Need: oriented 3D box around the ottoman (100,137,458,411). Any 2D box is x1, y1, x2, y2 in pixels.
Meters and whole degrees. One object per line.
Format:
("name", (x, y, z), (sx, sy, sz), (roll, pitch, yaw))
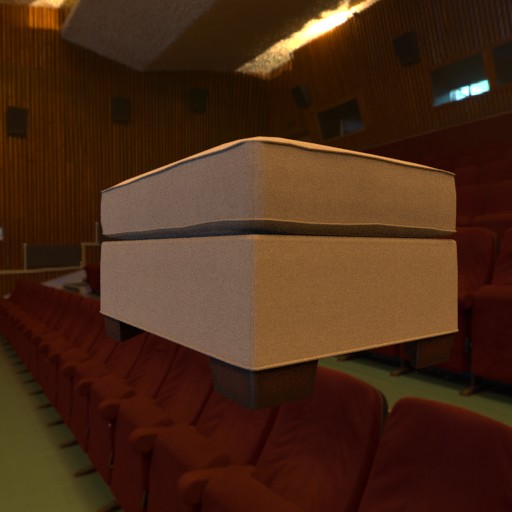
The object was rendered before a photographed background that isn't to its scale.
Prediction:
("ottoman", (0.000, 0.000, 1.223), (0.617, 0.503, 0.846), (-1, 1, -36))
